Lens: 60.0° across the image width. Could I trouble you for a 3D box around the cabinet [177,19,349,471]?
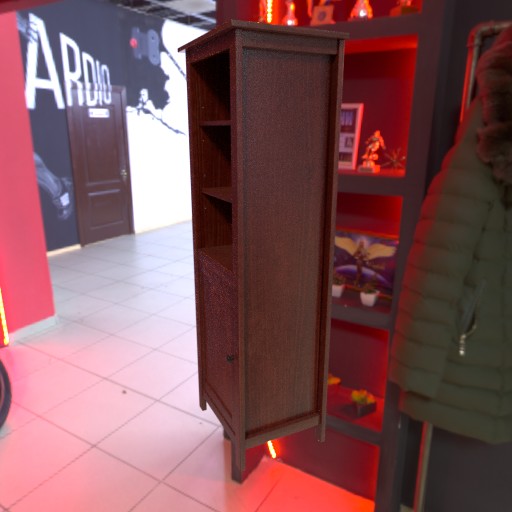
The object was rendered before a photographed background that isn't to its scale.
[{"bbox_3d":[0.000,0.000,1.715,0.401,1.518,0.500,-8,18,-25],"label":"cabinet"}]
